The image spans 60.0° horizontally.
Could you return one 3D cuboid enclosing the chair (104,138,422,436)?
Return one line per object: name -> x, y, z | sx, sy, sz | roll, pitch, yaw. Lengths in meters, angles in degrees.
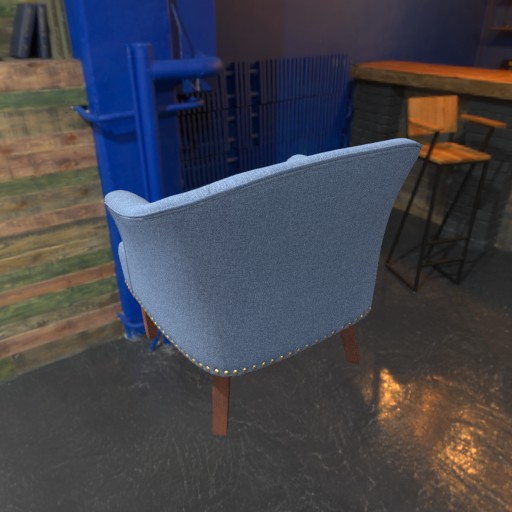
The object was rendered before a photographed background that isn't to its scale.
chair -> 0.000, 0.000, 1.385 | 0.772, 0.815, 0.704 | -17, 33, -29
